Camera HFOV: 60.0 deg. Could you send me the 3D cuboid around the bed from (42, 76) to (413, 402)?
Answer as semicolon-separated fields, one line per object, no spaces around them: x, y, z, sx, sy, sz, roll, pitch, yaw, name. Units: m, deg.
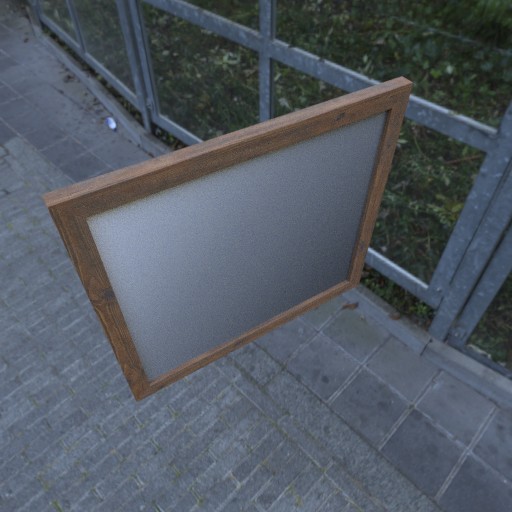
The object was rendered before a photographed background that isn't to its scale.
0.000;0.000;1.465;1.046;0.942;0.046;-24;52;-21;bed
